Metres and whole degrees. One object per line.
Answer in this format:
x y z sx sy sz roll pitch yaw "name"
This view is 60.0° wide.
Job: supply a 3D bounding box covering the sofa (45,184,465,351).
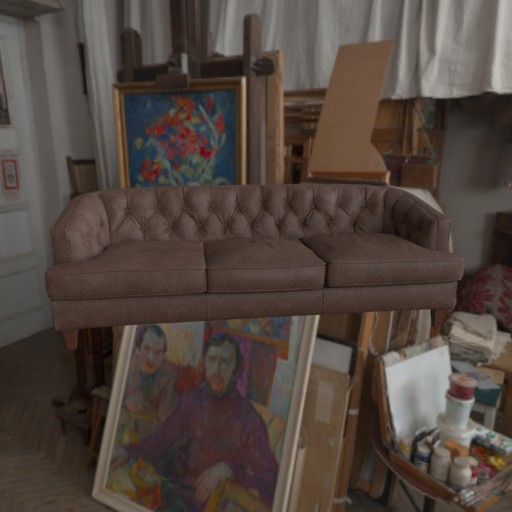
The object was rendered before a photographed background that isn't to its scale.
0.000 0.000 2.714 2.227 0.787 0.927 -2 15 -8 "sofa"
